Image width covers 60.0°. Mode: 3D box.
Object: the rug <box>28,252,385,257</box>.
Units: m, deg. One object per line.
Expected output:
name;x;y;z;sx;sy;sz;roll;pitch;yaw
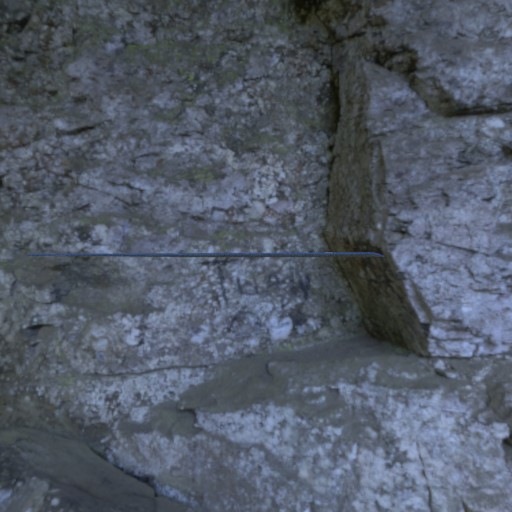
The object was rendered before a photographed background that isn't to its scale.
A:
rug;0.000;0.000;4.450;2.432;0.018;3.342;0;0;17
